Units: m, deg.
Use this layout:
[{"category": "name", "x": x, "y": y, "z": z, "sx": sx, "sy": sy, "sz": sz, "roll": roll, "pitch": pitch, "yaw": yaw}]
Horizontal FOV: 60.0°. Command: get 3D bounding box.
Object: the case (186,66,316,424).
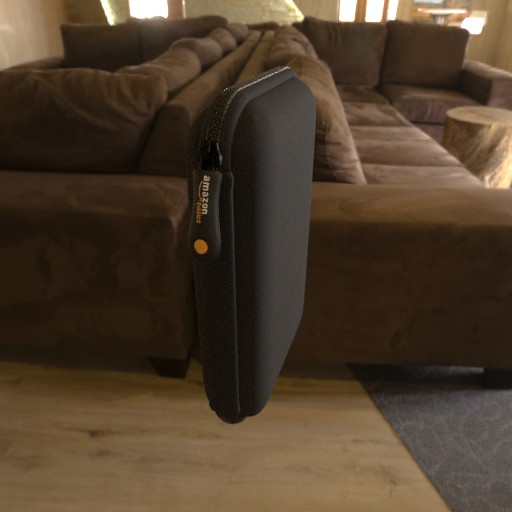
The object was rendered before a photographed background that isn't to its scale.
[{"category": "case", "x": 0.000, "y": 0.000, "z": 0.196, "sx": 0.030, "sy": 0.147, "sz": 0.107, "roll": 10, "pitch": 31, "yaw": 16}]
